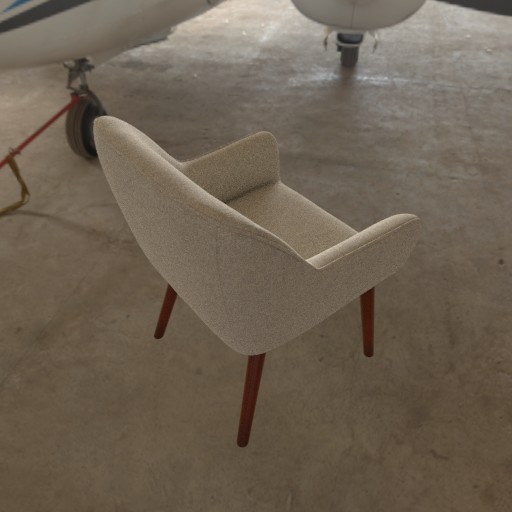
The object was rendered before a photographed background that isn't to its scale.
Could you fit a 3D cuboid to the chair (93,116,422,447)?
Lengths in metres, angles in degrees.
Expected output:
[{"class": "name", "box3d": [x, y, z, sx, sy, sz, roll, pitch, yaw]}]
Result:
[{"class": "chair", "box3d": [0.000, 0.000, 1.236, 0.610, 0.813, 0.610, -28, 49, -27]}]
